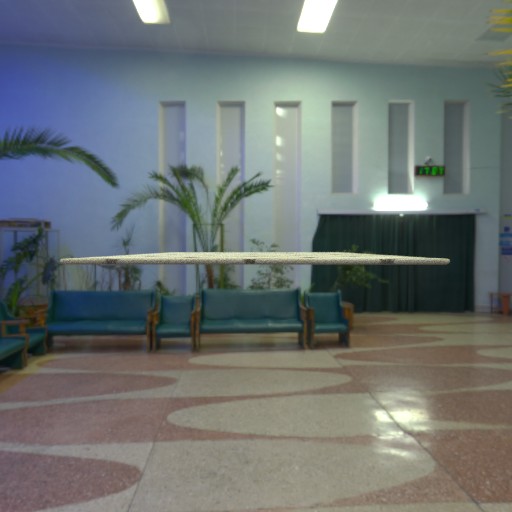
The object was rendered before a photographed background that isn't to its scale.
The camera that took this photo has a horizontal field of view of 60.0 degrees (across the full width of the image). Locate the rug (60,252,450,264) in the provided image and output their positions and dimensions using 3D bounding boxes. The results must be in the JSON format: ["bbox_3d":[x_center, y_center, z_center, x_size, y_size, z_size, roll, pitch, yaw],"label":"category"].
[{"bbox_3d":[0.000,0.000,3.371,1.801,0.026,2.701,0,1,0],"label":"rug"}]
